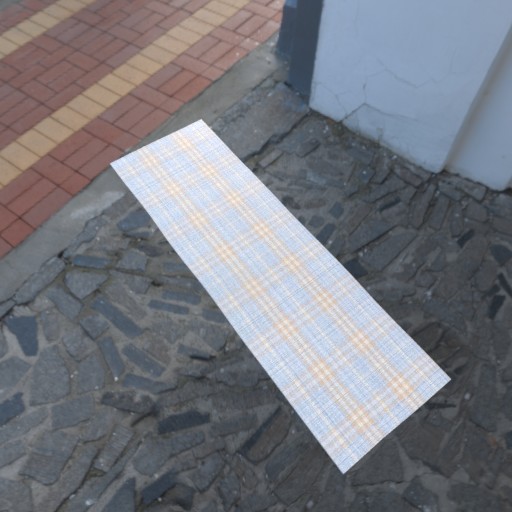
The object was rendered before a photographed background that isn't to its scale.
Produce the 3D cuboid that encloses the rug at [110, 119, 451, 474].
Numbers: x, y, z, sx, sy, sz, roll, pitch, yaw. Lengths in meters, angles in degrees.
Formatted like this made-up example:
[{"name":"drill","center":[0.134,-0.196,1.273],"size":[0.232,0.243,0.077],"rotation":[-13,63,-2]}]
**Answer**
[{"name":"rug","center":[0.000,0.000,2.723],"size":[0.762,0.013,2.439],"rotation":[-32,64,-18]}]
